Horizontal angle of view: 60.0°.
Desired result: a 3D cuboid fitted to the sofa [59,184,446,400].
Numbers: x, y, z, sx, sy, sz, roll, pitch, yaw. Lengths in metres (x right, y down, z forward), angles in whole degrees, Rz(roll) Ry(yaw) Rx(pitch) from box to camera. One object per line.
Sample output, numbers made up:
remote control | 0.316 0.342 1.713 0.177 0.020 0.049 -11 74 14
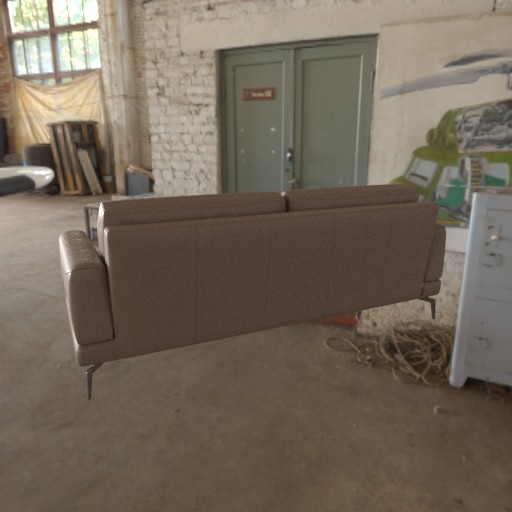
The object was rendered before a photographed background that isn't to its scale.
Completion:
sofa | 0.000 0.000 2.406 1.940 0.765 0.974 -7 17 -25
